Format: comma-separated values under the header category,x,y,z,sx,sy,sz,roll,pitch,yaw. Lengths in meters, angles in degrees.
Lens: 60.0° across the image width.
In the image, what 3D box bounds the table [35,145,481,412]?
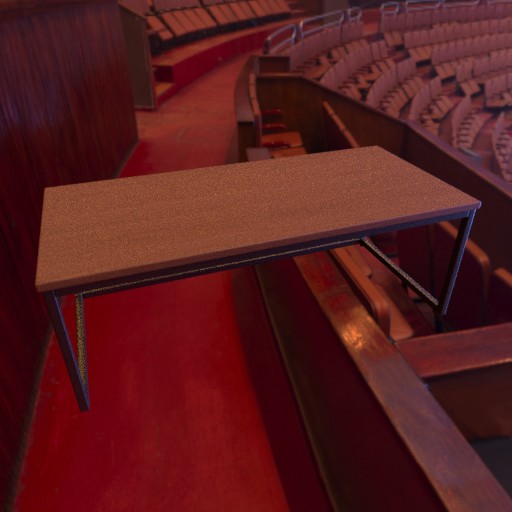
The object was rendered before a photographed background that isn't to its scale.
category,x,y,z,sx,sy,sz,roll,pitch,yaw
table,0.000,0.000,1.328,1.100,0.400,0.500,-11,34,-17
